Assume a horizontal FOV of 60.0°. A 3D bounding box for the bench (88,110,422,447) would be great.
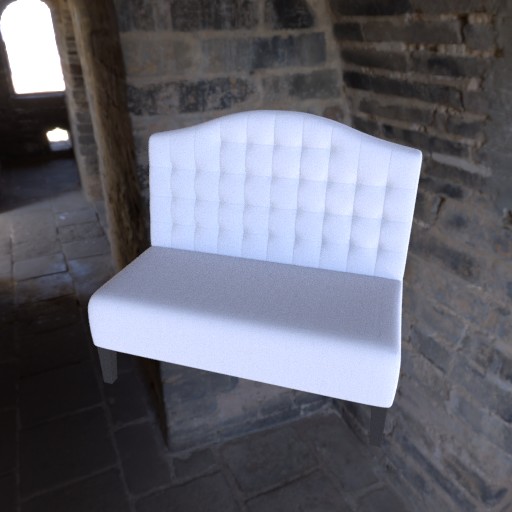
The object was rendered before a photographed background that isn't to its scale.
[{"bbox_3d":[0.000,0.000,2.034,1.335,1.180,0.815,8,28,15],"label":"bench"}]
